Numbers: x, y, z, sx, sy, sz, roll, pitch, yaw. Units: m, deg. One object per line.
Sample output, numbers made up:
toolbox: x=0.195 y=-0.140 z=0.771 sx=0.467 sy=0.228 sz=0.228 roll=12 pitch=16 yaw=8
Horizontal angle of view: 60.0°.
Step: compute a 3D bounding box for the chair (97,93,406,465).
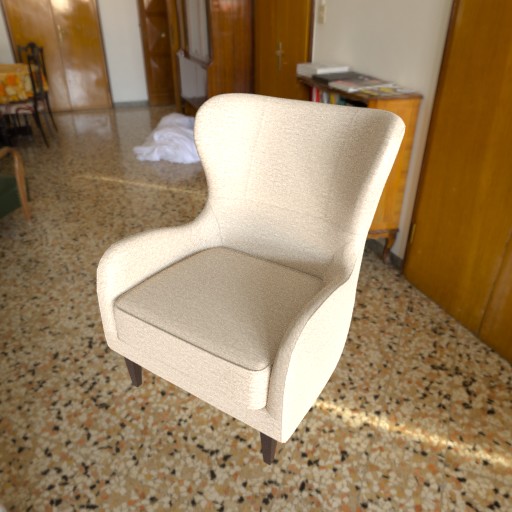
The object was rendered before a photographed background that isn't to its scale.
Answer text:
chair: x=0.000 y=0.000 z=1.759 sx=0.861 sy=1.064 sz=0.984 roll=18 pitch=35 yaw=28
